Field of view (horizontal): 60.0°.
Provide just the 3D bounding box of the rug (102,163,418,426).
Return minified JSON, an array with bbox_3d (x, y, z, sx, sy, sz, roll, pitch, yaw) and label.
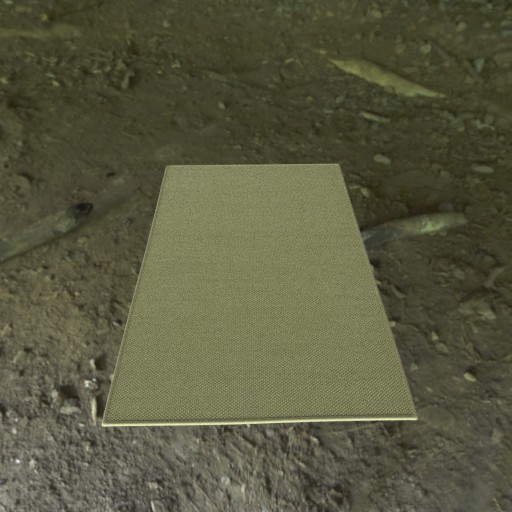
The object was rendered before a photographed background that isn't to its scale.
[{"bbox_3d":[0.000,0.000,2.104,1.067,0.013,1.676,-1,42,-1],"label":"rug"}]
